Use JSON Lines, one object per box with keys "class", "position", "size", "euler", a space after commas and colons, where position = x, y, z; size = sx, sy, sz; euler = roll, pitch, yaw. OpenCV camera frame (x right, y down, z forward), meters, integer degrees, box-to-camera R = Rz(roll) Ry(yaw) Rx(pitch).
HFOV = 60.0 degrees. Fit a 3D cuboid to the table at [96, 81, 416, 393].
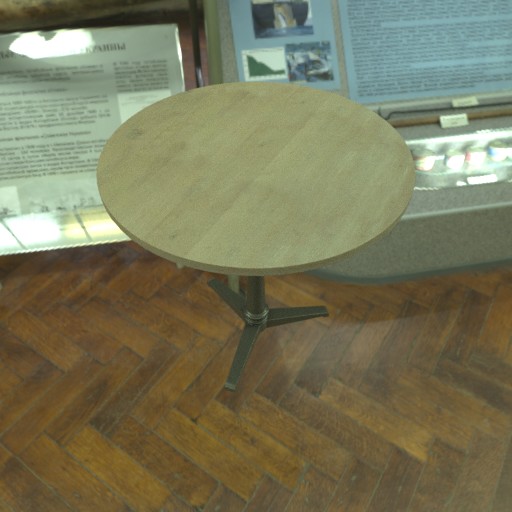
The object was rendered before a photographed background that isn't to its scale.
{"class": "table", "position": [0.000, 0.000, 1.427], "size": [0.800, 0.780, 0.800], "euler": [0, 47, 0]}
